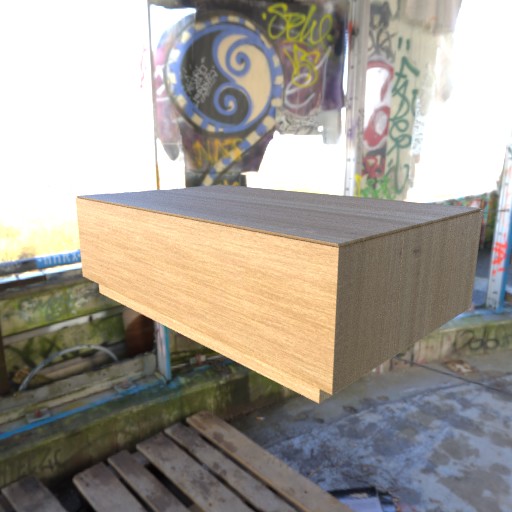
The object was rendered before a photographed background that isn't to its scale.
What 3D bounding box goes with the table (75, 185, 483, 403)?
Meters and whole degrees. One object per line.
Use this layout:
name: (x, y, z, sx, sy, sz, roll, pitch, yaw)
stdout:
table: (0.000, 0.000, 1.428, 0.678, 0.353, 1.110, -13, 19, -43)
